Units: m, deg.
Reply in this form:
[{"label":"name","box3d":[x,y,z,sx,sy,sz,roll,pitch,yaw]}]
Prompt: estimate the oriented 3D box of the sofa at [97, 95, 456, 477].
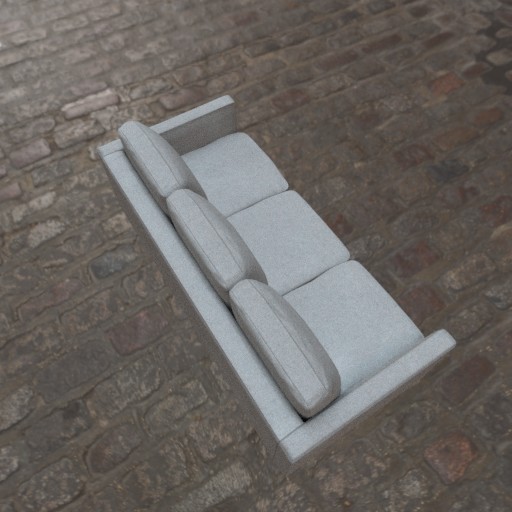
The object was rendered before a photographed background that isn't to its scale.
[{"label":"sofa","box3d":[0.000,0.000,2.472,0.944,0.918,1.983,-28,62,-17]}]
